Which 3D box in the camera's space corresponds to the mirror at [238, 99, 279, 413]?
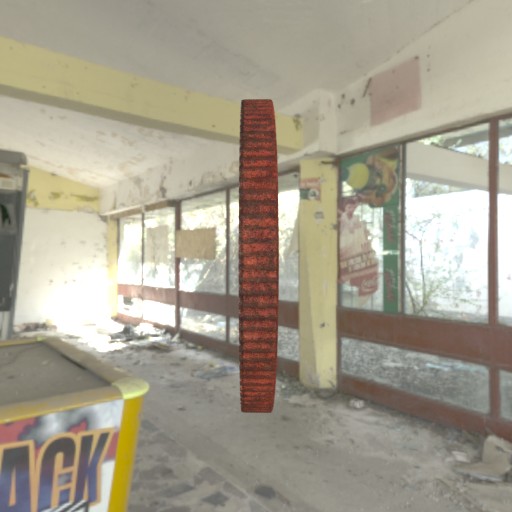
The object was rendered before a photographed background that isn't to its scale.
[{"bbox_3d":[0.000,0.000,0.913,0.056,0.609,0.609,0,-1,-1],"label":"mirror"}]
